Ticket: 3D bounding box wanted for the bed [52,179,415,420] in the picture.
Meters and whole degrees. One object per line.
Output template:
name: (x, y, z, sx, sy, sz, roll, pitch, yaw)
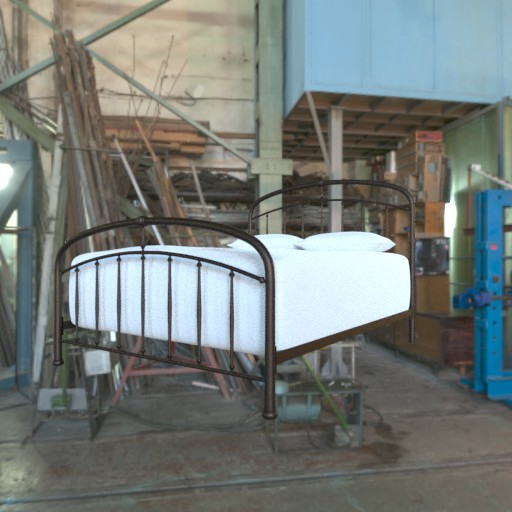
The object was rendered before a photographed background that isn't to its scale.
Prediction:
bed: (0.000, 0.000, 3.259, 1.711, 1.425, 2.180, 0, 0, 35)
